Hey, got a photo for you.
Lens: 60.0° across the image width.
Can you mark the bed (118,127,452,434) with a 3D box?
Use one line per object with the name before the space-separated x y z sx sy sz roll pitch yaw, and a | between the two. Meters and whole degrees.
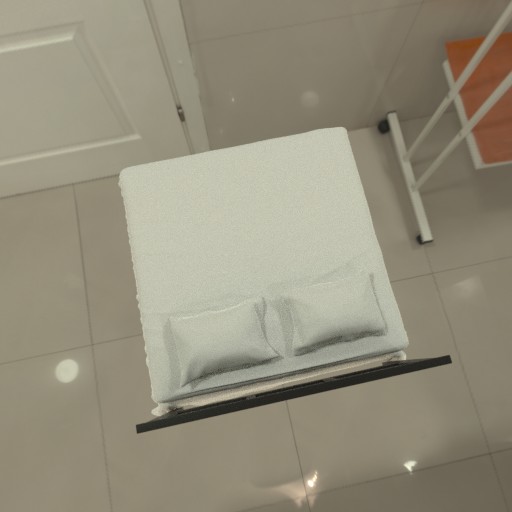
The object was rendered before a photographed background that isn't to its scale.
bed | 0.000 0.000 3.615 2.315 1.271 2.219 -12 76 -3
